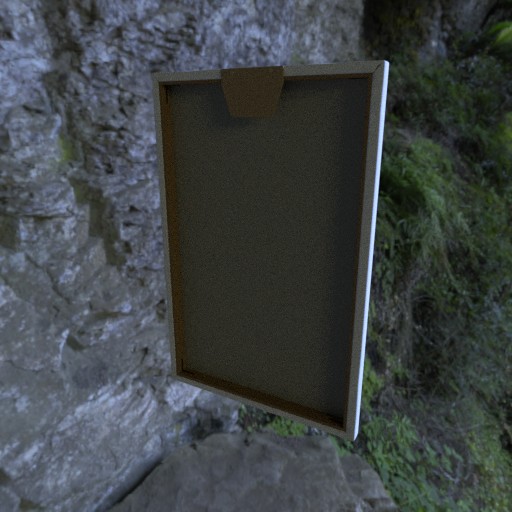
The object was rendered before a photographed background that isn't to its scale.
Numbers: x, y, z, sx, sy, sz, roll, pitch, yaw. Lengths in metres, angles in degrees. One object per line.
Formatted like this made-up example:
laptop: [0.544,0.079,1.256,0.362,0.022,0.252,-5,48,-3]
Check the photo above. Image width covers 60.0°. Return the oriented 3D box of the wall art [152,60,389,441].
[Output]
wall art: [0.000,0.000,1.168,0.602,0.916,0.048,10,20,27]
